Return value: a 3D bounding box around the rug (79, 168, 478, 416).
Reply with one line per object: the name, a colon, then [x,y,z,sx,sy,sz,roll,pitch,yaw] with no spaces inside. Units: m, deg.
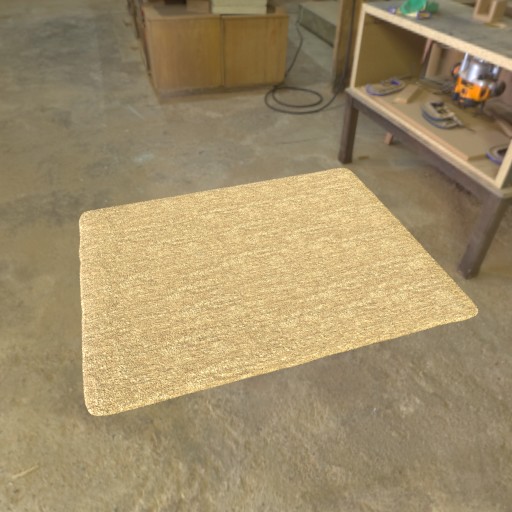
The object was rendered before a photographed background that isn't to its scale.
rug: [0.000,0.000,3.761,2.873,0.050,2.242,-12,43,-13]
